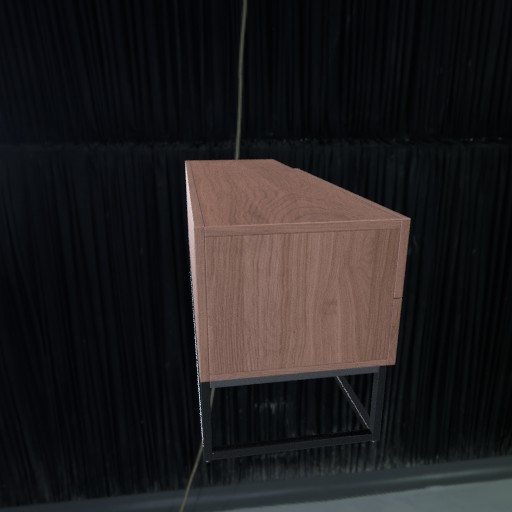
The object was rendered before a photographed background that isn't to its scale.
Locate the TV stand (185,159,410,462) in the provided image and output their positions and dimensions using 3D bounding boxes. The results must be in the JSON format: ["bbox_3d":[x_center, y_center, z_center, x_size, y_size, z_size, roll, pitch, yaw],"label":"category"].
[{"bbox_3d":[0.000,0.000,1.433,0.415,0.500,1.200,-3,18,-9],"label":"TV stand"}]
